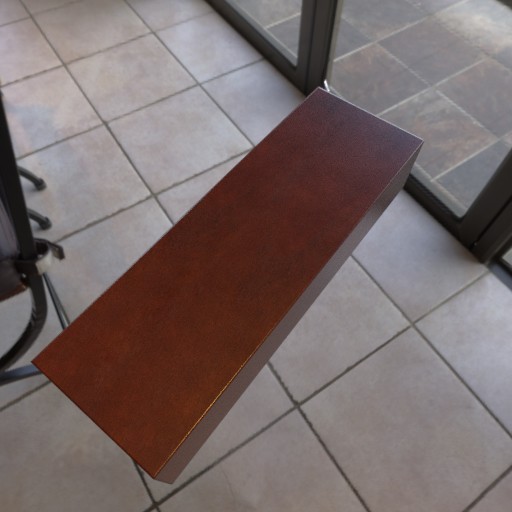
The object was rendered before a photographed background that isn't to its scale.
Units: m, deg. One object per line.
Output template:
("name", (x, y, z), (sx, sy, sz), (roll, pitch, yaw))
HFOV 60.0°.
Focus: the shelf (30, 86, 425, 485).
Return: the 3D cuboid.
("shelf", (0.000, 0.000, 0.499), (0.152, 0.088, 0.457), (34, 66, 18))
